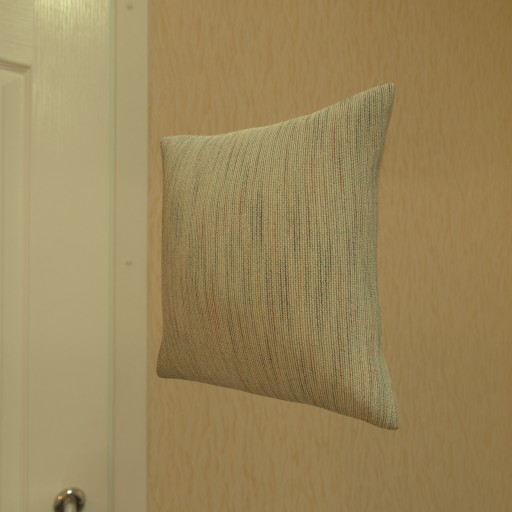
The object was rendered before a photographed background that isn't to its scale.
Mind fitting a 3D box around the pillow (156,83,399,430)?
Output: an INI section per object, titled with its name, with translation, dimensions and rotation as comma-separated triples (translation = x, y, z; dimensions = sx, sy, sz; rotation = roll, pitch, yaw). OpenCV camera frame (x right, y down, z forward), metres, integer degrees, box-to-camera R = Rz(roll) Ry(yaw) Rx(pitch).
[pillow]
translation = 0.000, 0.000, 0.791
dimensions = 0.512, 0.506, 0.178
rotation = -1, -1, 36
